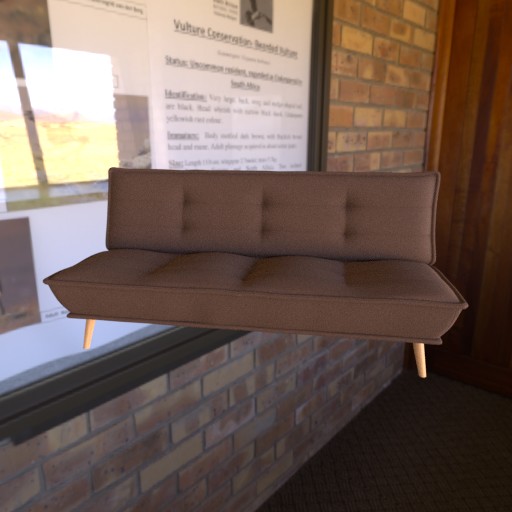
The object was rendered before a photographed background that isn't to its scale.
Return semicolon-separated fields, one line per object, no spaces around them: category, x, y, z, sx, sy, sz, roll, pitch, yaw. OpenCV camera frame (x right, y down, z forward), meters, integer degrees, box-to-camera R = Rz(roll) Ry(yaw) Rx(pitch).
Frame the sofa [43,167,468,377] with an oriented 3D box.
sofa;0.000;0.000;2.403;1.940;0.890;0.950;3;16;9
